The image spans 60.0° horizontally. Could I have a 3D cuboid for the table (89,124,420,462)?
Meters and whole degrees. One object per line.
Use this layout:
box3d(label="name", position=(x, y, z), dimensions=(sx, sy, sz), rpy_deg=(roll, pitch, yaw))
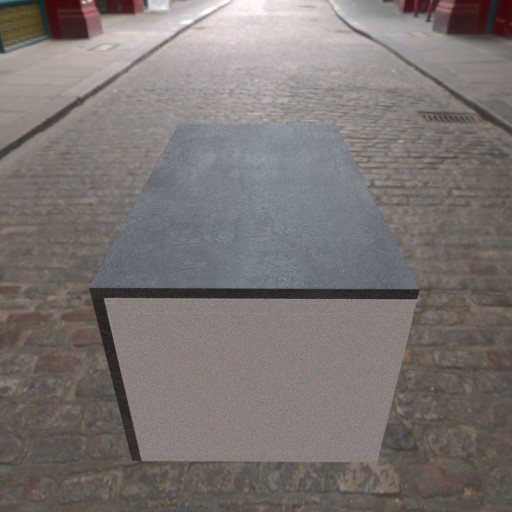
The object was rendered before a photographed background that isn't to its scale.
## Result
box3d(label="table", position=(0.000, 0.000, 0.924), dimensions=(0.400, 0.350, 0.700), rpy_deg=(0, 32, 0))
